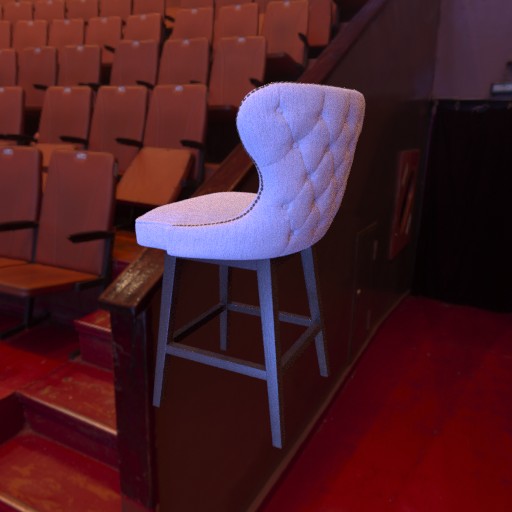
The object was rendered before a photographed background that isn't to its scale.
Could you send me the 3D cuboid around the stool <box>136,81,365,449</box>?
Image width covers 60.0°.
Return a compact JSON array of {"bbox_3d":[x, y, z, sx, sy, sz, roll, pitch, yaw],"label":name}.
[{"bbox_3d":[0.000,0.000,1.394,0.597,0.972,0.615,8,18,26],"label":"stool"}]
